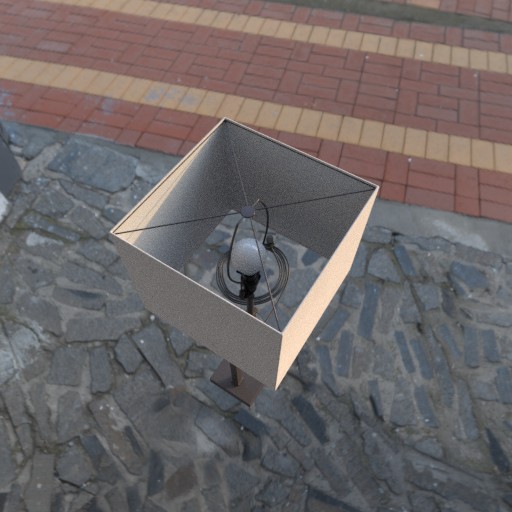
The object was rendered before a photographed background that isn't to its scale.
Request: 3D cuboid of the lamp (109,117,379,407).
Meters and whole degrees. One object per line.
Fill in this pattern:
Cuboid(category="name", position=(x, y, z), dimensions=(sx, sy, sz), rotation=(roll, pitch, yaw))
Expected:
Cuboid(category="lamp", position=(0.000, 0.000, 0.978), dimensions=(0.399, 0.660, 0.504), rotation=(29, 62, 17))
